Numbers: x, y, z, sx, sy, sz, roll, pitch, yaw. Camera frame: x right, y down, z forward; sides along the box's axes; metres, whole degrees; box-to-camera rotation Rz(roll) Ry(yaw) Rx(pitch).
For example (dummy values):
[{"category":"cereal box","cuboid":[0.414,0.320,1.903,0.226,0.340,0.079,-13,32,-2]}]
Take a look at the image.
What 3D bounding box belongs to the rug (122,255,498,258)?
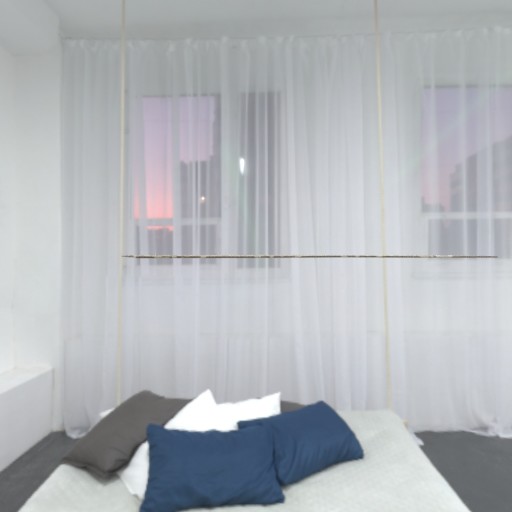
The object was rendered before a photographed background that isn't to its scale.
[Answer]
[{"category":"rug","cuboid":[0.000,0.000,4.330,2.441,0.020,3.419,0,0,-18]}]
